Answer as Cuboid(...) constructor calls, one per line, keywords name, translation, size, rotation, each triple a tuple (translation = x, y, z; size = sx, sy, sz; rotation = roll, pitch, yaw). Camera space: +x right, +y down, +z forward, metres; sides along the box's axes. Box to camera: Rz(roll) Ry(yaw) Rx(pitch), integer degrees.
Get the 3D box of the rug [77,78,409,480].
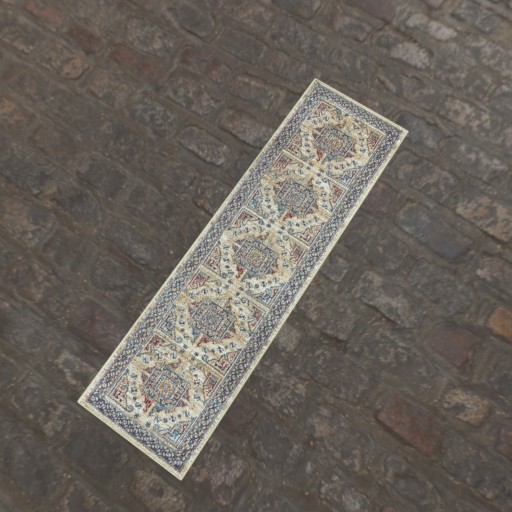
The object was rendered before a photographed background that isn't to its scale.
Cuboid(name="rug", translation=(0.000, 0.000, 2.459), size=(0.661, 0.013, 2.297), rotation=(33, 78, 8))
